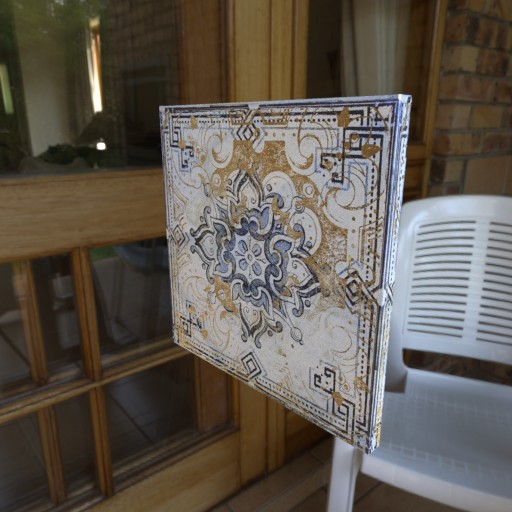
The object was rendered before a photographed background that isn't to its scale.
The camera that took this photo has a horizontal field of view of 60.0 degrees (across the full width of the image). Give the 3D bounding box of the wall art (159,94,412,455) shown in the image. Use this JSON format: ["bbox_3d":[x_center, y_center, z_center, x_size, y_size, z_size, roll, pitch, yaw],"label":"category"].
[{"bbox_3d":[0.000,0.000,0.923,0.036,0.607,0.609,-16,23,-42],"label":"wall art"}]
